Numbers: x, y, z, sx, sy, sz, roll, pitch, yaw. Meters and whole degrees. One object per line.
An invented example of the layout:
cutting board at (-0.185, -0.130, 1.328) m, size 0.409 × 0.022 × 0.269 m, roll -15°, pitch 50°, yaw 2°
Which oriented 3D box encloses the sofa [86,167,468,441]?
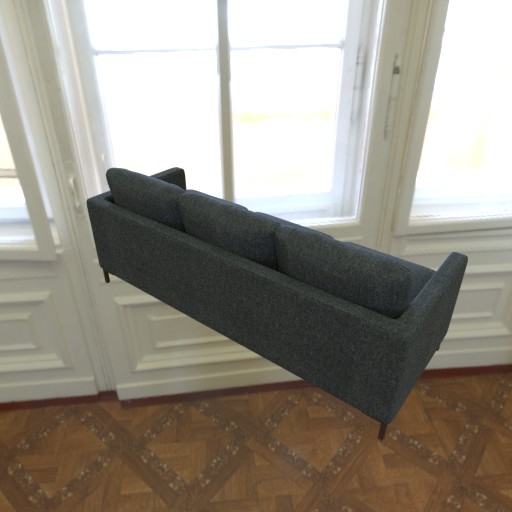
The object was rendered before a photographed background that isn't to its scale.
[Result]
sofa at (0.000, 0.000, 2.744) m, size 2.218 × 0.874 × 0.859 m, roll 22°, pitch 37°, yaw 32°
